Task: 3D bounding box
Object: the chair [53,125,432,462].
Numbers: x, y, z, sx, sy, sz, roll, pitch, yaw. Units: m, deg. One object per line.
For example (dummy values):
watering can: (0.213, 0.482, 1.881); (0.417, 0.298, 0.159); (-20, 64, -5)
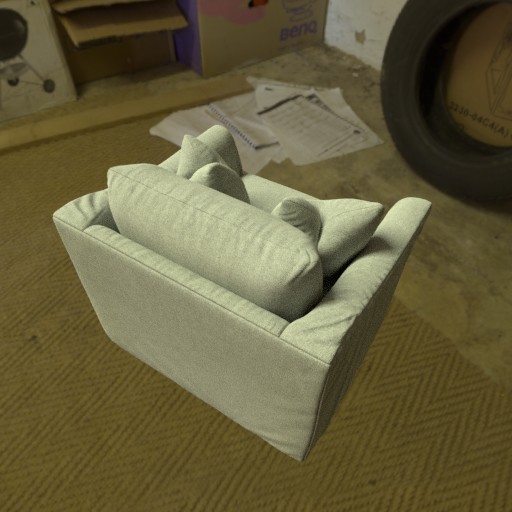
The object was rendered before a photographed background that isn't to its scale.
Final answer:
chair: (0.000, 0.000, 2.009); (1.194, 1.059, 1.071); (25, 52, 21)
